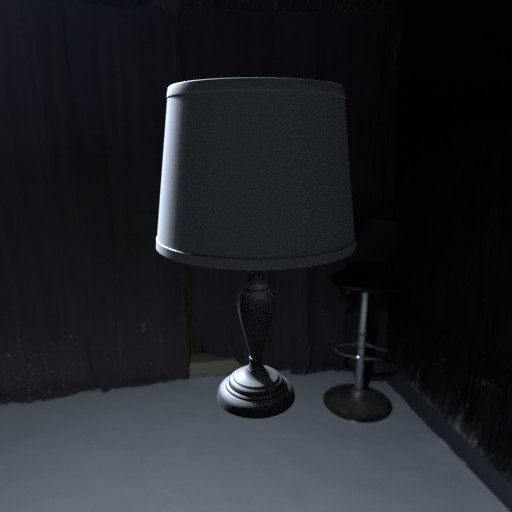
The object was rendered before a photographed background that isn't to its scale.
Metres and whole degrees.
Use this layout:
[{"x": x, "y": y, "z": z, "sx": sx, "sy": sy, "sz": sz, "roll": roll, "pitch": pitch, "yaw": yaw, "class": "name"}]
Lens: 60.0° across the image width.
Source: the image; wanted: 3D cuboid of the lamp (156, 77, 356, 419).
[{"x": 0.000, "y": 0.000, "z": 0.708, "sx": 0.310, "sy": 0.501, "sz": 0.310, "roll": 0, "pitch": 15, "yaw": 0, "class": "lamp"}]
